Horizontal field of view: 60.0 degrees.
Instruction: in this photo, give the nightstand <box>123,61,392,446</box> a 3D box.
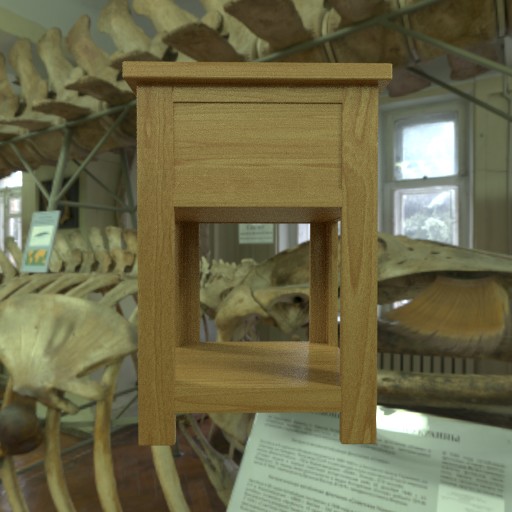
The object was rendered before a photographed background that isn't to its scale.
[{"bbox_3d":[0.000,0.000,0.910,0.428,0.614,0.418,0,0,-1],"label":"nightstand"}]
